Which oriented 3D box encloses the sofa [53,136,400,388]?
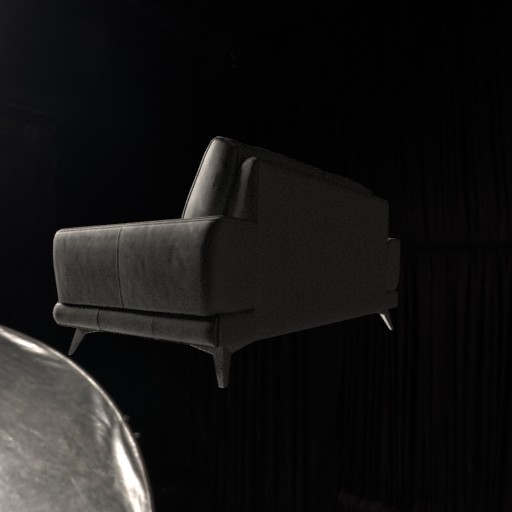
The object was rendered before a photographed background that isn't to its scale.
[{"bbox_3d":[0.000,0.000,2.409,1.018,0.907,1.806,-1,-1,36],"label":"sofa"}]
